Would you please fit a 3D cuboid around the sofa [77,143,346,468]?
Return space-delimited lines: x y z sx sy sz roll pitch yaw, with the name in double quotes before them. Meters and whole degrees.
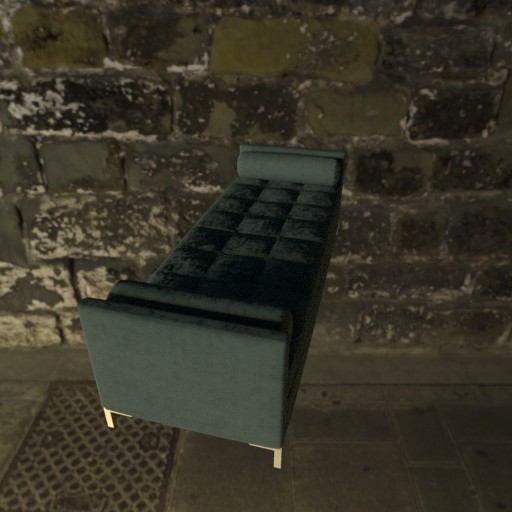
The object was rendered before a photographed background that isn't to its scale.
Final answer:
"sofa" 0.000 0.000 2.514 0.797 0.657 2.102 8 32 13
